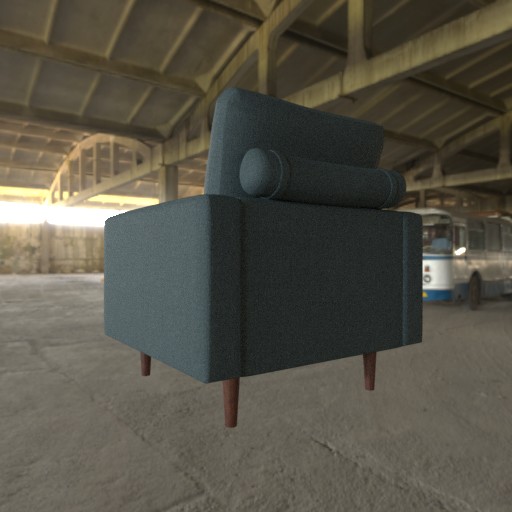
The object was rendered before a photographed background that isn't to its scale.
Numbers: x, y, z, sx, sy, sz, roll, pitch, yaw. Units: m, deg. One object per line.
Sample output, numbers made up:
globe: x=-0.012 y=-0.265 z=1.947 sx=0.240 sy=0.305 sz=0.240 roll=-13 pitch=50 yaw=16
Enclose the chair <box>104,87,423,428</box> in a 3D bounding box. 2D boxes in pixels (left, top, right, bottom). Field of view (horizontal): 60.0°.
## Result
chair: x=0.000 y=0.000 z=1.532 sx=0.821 sy=0.880 sz=0.843 roll=0 pitch=0 yaw=-35
